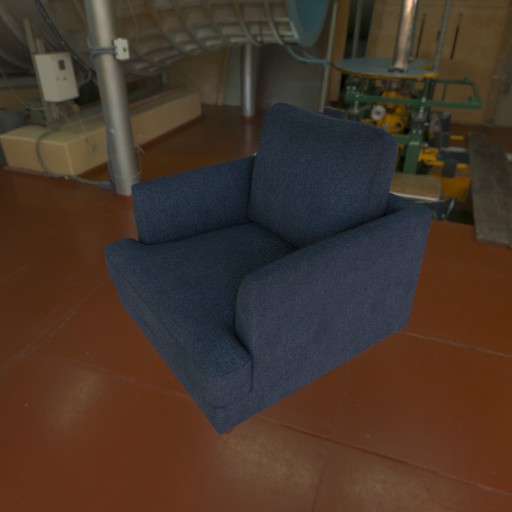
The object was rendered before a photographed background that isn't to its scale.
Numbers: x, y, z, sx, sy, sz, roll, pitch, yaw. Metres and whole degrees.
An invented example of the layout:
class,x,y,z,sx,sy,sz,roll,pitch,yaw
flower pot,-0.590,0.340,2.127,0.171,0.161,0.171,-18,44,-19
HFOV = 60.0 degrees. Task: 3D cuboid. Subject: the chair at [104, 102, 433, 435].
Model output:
class,x,y,z,sx,sy,sz,roll,pitch,yaw
chair,0.000,0.000,1.655,0.899,0.957,0.858,-20,37,-30
